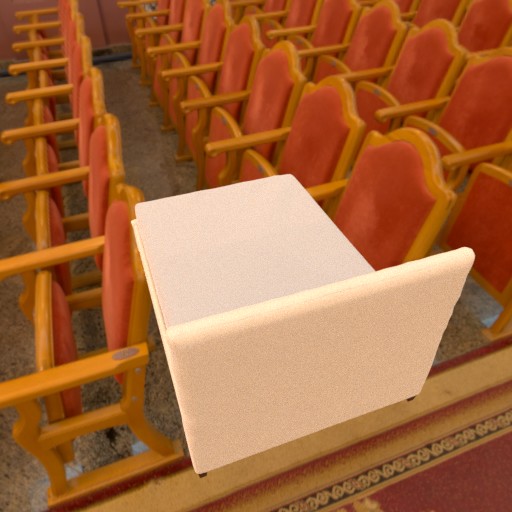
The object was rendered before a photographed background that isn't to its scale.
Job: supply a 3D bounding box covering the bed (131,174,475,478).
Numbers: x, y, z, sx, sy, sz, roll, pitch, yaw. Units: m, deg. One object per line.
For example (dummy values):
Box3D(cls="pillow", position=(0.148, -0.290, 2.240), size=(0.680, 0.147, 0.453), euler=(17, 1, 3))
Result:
Box3D(cls="bed", position=(0.000, 0.000, 3.445), size=(1.698, 1.427, 2.387), euler=(-14, 43, -15))
